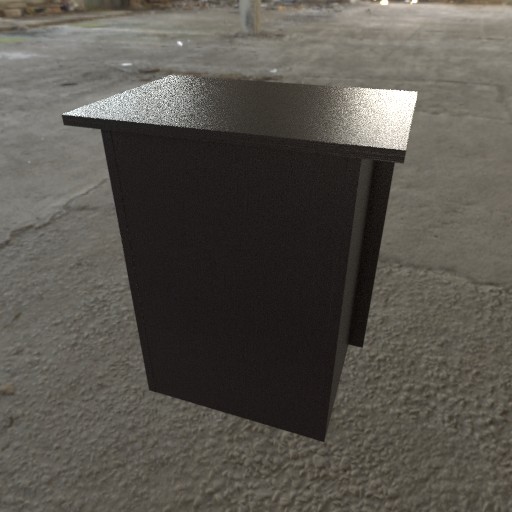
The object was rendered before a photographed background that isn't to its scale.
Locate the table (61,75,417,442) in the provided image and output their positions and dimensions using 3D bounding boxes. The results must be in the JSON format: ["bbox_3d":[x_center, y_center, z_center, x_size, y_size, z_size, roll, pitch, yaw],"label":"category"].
[{"bbox_3d":[0.000,0.000,1.055,0.589,0.711,0.408,11,34,16],"label":"table"}]
